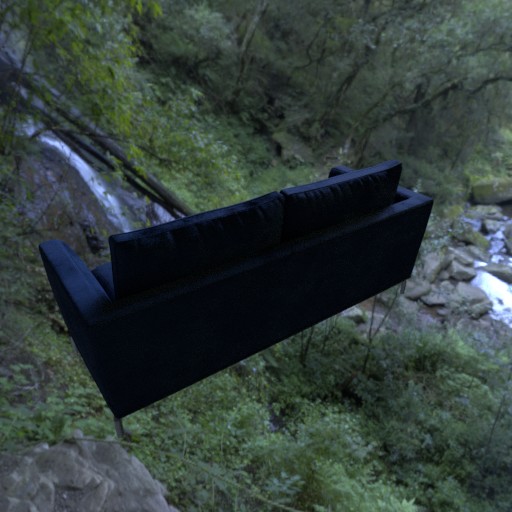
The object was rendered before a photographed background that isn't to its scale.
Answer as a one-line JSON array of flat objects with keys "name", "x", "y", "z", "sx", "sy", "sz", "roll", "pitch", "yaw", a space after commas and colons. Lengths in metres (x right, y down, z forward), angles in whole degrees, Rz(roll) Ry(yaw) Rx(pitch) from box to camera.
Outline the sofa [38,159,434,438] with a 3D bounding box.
[{"name": "sofa", "x": 0.000, "y": 0.000, "z": 2.690, "sx": 2.212, "sy": 0.998, "sz": 0.853, "roll": -19, "pitch": 35, "yaw": -30}]
